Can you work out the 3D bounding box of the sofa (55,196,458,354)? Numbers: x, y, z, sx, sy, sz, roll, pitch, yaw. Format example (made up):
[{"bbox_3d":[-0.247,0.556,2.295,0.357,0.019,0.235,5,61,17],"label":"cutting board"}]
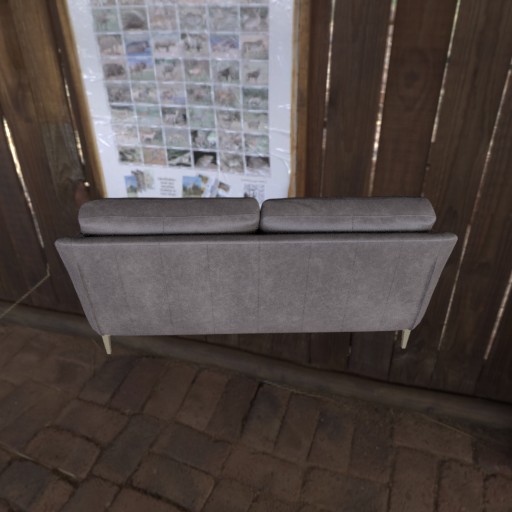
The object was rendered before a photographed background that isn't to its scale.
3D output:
[{"bbox_3d":[0.000,0.000,2.586,2.036,0.902,0.960,-1,29,-1],"label":"sofa"}]
